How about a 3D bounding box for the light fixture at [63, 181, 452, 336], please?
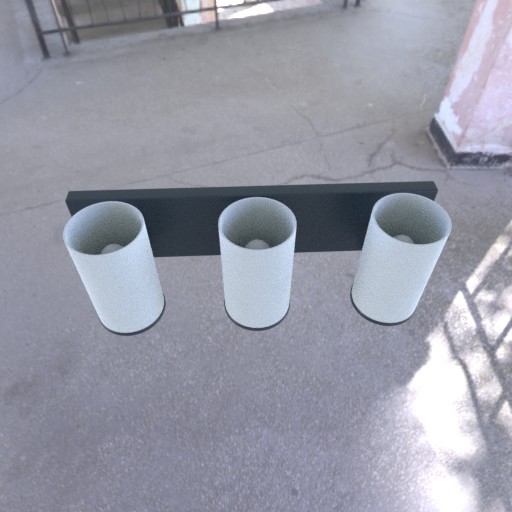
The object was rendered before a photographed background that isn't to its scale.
[{"bbox_3d":[0.000,0.000,0.535,0.451,0.172,0.145,-2,48,-2],"label":"light fixture"}]
